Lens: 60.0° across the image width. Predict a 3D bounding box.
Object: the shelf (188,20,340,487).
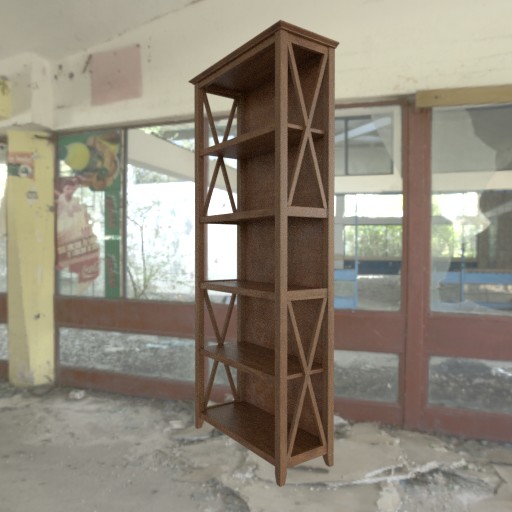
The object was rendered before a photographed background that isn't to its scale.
[{"bbox_3d":[0.000,0.000,2.211,0.335,1.905,0.805,-1,1,-36],"label":"shelf"}]
